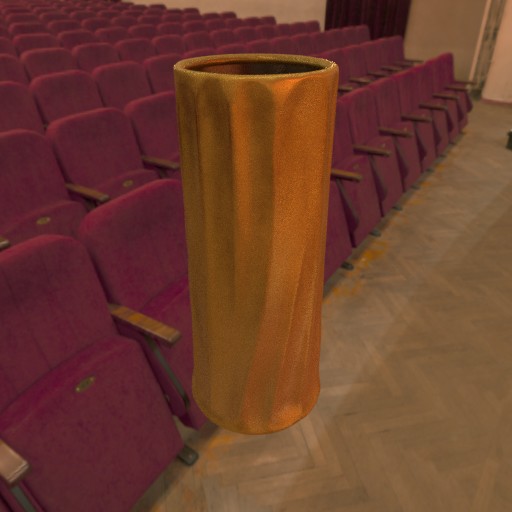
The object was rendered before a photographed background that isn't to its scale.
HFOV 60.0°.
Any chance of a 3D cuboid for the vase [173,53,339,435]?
[{"bbox_3d":[0.000,0.000,0.177,0.061,0.143,0.061,0,31,0],"label":"vase"}]
